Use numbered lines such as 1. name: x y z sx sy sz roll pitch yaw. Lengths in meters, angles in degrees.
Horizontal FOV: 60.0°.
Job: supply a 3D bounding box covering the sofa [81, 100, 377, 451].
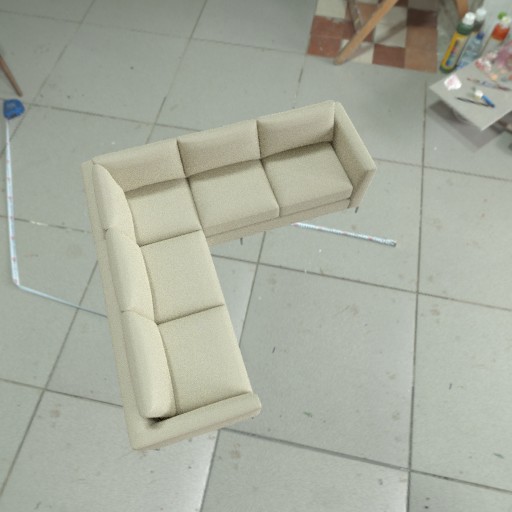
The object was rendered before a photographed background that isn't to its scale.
1. sofa: 0.000 0.000 3.713 2.448 0.867 2.430 -16 64 -8
